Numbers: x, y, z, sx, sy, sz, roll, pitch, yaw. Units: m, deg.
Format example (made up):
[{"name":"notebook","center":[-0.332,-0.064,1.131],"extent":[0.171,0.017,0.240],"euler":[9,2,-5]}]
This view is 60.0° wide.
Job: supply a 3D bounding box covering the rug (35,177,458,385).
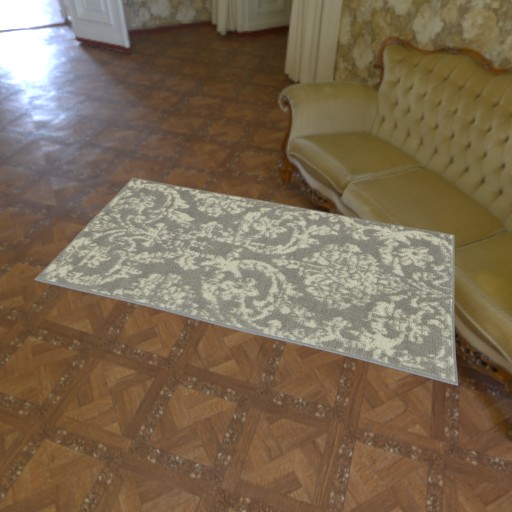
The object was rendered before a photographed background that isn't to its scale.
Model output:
[{"name":"rug","center":[0.000,0.000,1.421],"extent":[1.219,0.007,0.604],"euler":[12,43,13]}]
